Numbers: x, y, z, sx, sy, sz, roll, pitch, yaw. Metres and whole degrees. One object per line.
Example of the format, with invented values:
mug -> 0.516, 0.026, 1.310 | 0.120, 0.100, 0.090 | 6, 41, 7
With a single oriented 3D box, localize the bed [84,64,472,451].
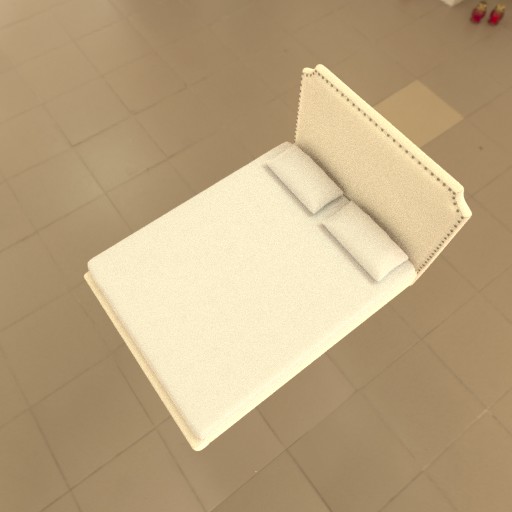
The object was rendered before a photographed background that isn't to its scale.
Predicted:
bed -> 0.000, 0.000, 3.466 | 2.372, 1.497, 1.712 | -34, 69, -15
